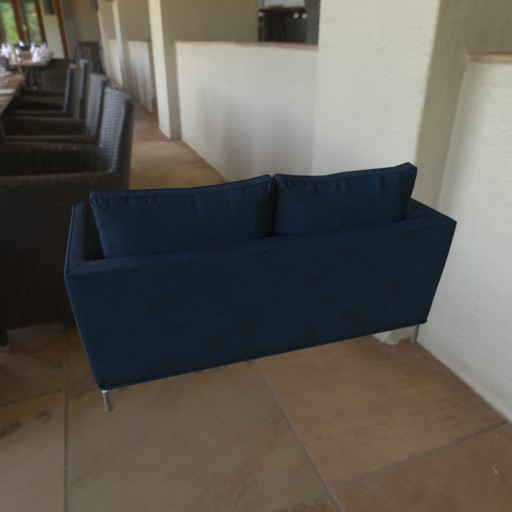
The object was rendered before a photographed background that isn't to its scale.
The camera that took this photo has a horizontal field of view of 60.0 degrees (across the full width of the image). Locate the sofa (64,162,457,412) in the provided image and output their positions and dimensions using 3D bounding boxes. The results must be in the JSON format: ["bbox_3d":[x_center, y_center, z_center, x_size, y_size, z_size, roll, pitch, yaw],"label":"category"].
[{"bbox_3d":[0.000,0.000,2.337,1.770,1.002,0.853,-8,27,-16],"label":"sofa"}]
